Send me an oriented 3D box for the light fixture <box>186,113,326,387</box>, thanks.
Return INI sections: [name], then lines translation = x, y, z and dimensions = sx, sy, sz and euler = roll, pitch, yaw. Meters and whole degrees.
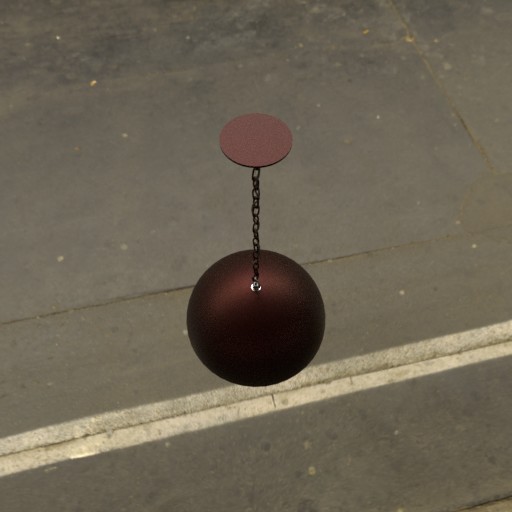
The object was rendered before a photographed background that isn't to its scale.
[light fixture]
translation = 0.000, 0.000, 1.211
dimensions = 0.492, 0.869, 0.492
euler = -31, 64, -17
